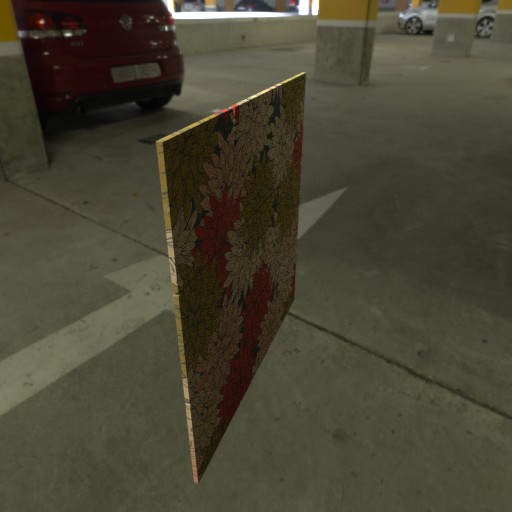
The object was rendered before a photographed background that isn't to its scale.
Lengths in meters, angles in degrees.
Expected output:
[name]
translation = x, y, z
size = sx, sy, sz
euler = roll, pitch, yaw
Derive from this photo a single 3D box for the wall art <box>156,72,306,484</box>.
[wall art]
translation = 0.000, 0.000, 1.322
size = 0.013, 0.913, 0.904
euler = 11, 31, 18
